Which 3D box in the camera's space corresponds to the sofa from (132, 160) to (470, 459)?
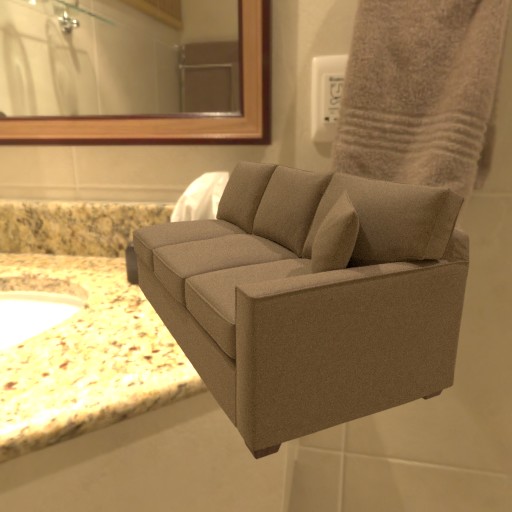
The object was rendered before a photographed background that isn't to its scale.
[{"bbox_3d":[0.000,0.000,2.486,1.034,0.946,1.963,-7,17,-25],"label":"sofa"}]
